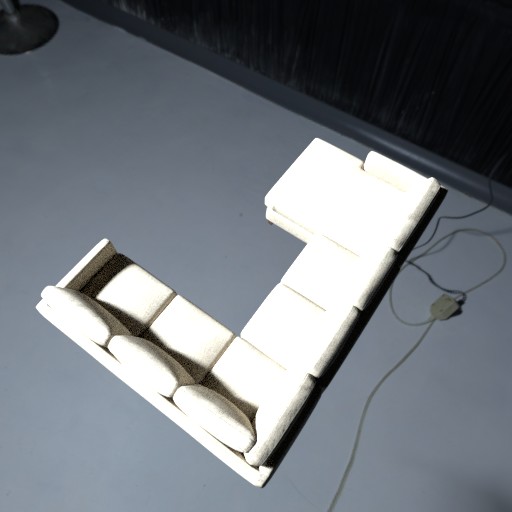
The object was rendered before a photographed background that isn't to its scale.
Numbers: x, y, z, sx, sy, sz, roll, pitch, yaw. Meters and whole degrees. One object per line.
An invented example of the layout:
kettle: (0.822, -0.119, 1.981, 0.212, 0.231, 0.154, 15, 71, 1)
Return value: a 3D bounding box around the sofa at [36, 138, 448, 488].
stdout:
sofa: (0.000, 0.000, 4.580, 2.593, 0.959, 3.460, 32, 67, 15)
